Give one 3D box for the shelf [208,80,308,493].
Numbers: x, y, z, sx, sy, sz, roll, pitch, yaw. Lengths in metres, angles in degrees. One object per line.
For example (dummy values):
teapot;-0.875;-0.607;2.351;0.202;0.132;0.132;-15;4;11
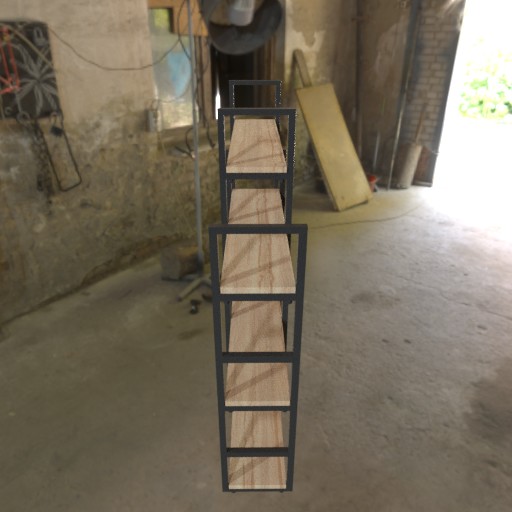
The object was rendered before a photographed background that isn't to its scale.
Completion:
shelf;0.000;0.000;1.369;0.183;0.921;0.946;0;27;0
